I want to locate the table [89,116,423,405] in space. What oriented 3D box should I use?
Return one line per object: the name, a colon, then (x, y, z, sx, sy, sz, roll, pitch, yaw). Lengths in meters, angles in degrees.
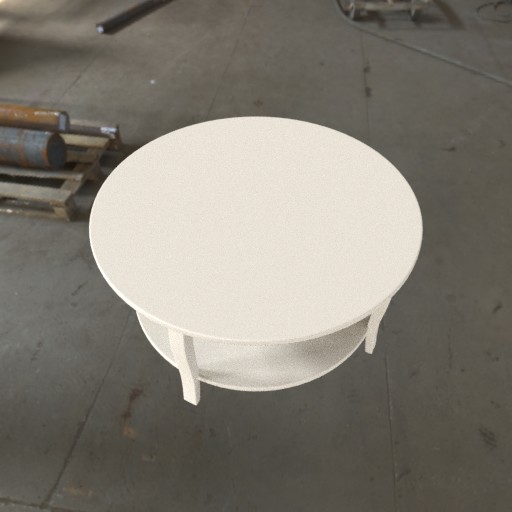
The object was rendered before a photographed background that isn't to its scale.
table: (0.000, 0.000, 1.414, 0.910, 0.457, 0.910, 0, 47, 0)
